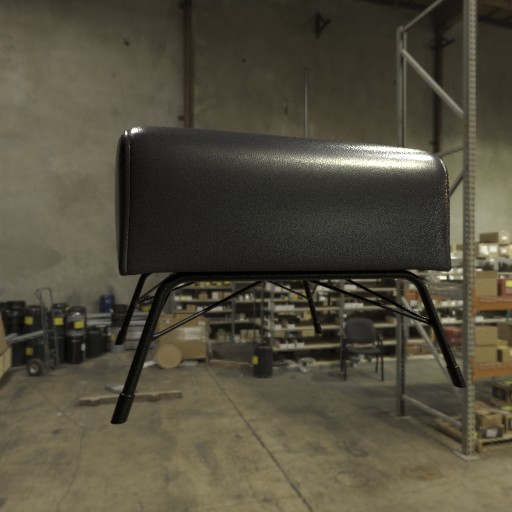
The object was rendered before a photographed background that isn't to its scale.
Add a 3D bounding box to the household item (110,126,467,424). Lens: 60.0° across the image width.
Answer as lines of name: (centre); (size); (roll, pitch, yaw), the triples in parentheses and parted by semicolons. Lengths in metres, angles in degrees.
household item: (0.000, 0.000, 0.864); (0.530, 0.410, 0.530); (0, 0, -17)
